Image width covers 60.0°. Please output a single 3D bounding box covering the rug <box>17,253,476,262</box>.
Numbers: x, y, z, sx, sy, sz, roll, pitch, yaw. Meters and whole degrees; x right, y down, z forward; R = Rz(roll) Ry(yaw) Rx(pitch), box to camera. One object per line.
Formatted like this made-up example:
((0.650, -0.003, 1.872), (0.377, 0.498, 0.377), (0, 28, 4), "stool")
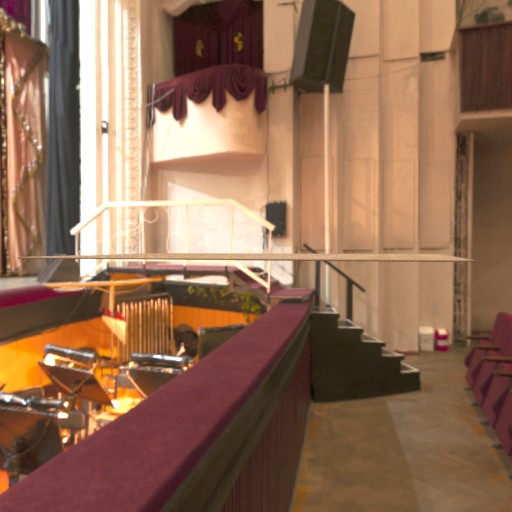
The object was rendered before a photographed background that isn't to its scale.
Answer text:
((0.000, 0.000, 2.143), (1.749, 0.015, 1.141), (0, 1, 17), "rug")
